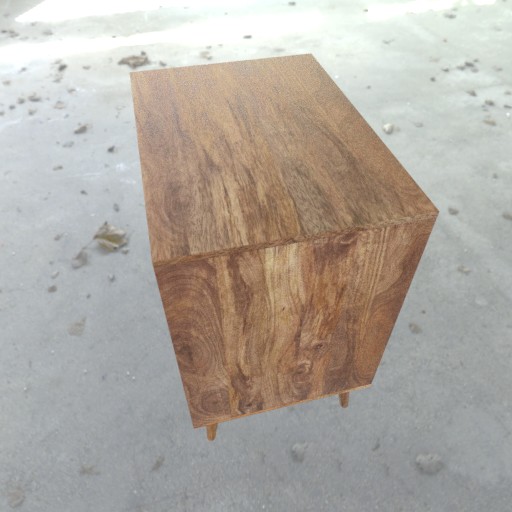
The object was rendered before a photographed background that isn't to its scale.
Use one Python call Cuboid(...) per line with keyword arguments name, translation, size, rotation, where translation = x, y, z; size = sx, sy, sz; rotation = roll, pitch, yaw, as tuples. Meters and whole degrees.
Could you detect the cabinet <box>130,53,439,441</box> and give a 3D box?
Cuboid(name="cabinet", translation=(0.000, 0.000, 1.175), size=(0.473, 0.758, 0.647), rotation=(-10, 47, -10))
